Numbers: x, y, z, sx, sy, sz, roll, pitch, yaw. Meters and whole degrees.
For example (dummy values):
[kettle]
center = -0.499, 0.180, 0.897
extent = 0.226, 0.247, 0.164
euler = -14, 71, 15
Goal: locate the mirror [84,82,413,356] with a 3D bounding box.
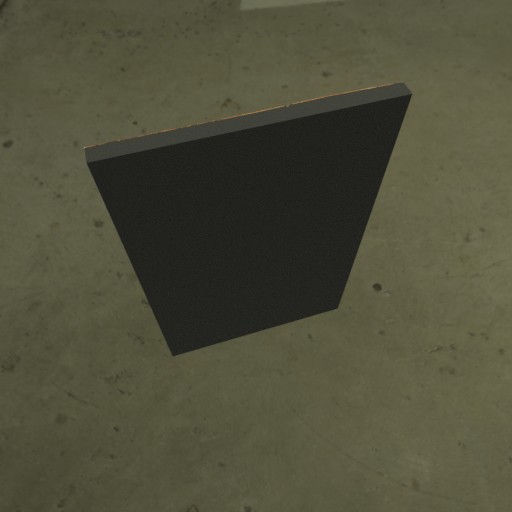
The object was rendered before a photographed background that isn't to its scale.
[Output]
[mirror]
center = 0.000, 0.000, 1.182
extent = 0.606, 0.912, 0.044
euler = -15, 58, -9
